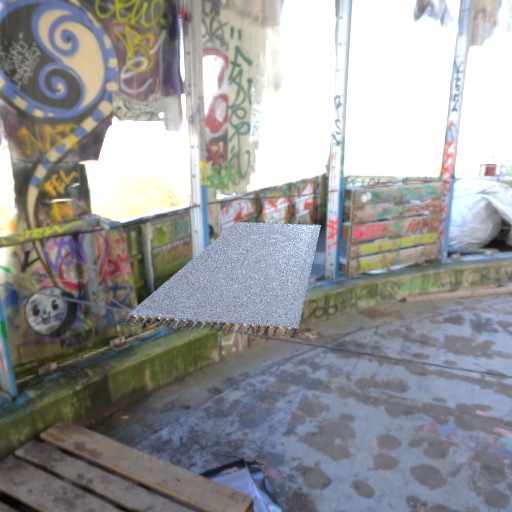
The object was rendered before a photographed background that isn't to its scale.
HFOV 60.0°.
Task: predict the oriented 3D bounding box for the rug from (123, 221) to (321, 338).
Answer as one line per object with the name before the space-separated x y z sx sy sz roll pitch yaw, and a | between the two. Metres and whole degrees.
rug | 0.000 0.000 2.853 1.324 0.018 2.378 7 17 25
